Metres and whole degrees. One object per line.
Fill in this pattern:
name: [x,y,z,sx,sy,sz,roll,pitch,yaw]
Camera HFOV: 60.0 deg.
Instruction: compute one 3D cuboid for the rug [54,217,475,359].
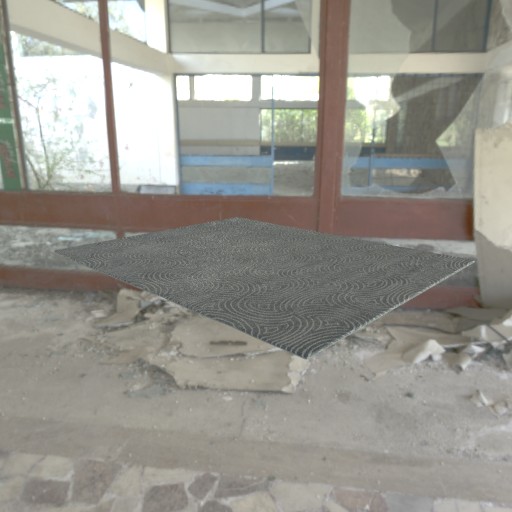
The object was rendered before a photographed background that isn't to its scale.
rug: [0.000,0.000,4.094,3.042,0.021,2.456,14,21,42]
